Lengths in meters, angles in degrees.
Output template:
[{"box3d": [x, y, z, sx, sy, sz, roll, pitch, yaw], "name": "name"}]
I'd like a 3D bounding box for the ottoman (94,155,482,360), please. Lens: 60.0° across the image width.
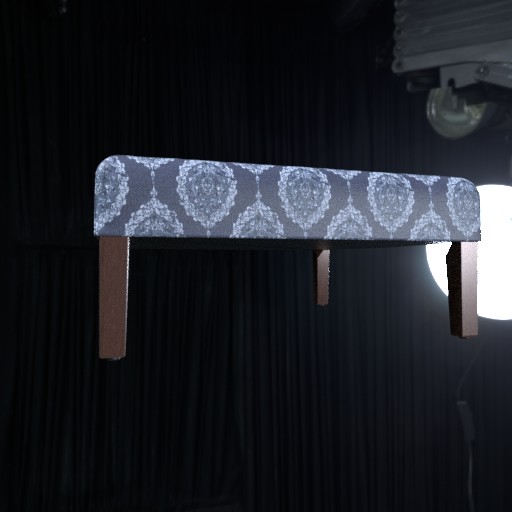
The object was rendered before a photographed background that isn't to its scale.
[{"box3d": [0.000, 0.000, 1.366, 0.889, 0.409, 0.890, 0, -1, -17], "name": "ottoman"}]
